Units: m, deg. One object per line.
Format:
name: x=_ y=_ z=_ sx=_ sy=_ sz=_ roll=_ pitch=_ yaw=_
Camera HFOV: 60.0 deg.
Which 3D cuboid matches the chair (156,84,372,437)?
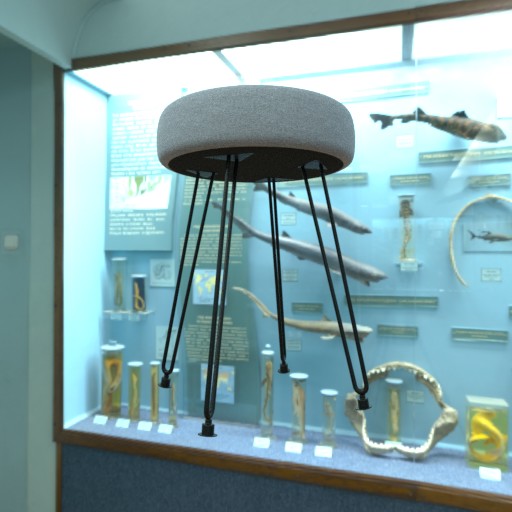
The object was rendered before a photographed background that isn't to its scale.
chair: x=0.000 y=0.000 z=0.689 sx=0.350 sy=0.440 sz=0.350 roll=0 pitch=0 yaw=20
